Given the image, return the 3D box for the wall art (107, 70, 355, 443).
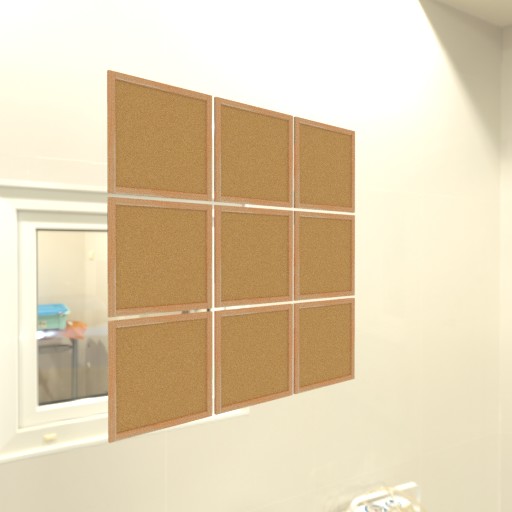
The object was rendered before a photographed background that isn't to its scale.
[{"bbox_3d":[0.000,0.000,1.819,1.216,1.220,0.013,0,1,-37],"label":"wall art"}]
